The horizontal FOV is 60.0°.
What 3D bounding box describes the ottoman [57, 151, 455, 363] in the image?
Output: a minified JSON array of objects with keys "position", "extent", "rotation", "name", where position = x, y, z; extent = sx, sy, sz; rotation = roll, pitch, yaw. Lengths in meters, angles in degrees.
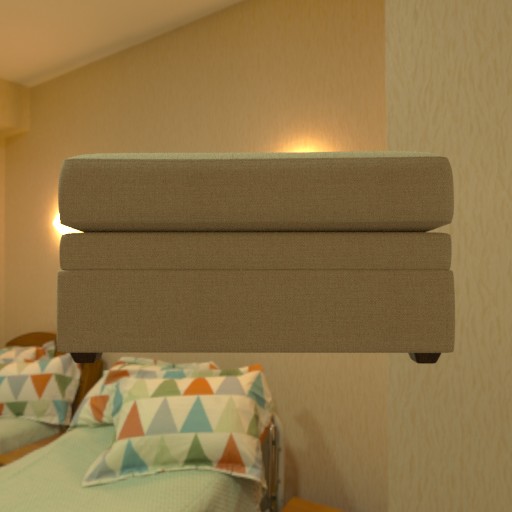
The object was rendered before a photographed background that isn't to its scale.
[{"position":[0.000,0.000,1.237],"extent":[0.885,0.478,0.637],"rotation":[0,-1,0],"name":"ottoman"}]
